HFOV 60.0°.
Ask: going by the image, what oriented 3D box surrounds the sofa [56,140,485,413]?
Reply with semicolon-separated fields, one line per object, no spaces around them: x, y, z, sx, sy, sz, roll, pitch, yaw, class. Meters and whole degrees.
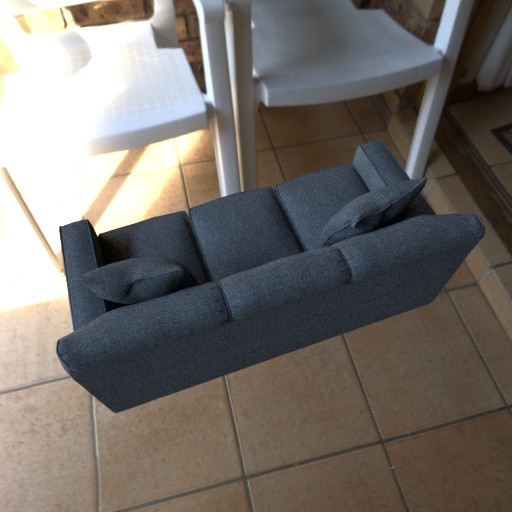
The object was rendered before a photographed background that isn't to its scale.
0.000;0.000;2.527;2.024;0.958;0.997;-17;60;-10;sofa
